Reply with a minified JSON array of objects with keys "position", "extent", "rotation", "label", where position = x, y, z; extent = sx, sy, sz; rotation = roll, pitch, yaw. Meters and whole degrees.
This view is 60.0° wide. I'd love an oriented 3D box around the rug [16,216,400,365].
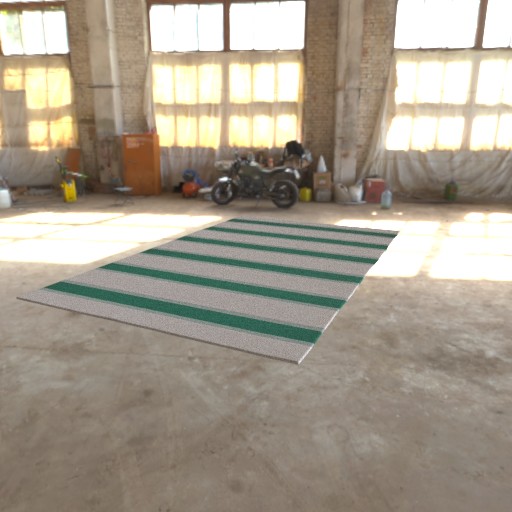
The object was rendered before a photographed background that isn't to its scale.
[{"position":[0.000,0.000,2.976],"extent":[1.521,0.015,2.436],"rotation":[8,18,25],"label":"rug"}]
